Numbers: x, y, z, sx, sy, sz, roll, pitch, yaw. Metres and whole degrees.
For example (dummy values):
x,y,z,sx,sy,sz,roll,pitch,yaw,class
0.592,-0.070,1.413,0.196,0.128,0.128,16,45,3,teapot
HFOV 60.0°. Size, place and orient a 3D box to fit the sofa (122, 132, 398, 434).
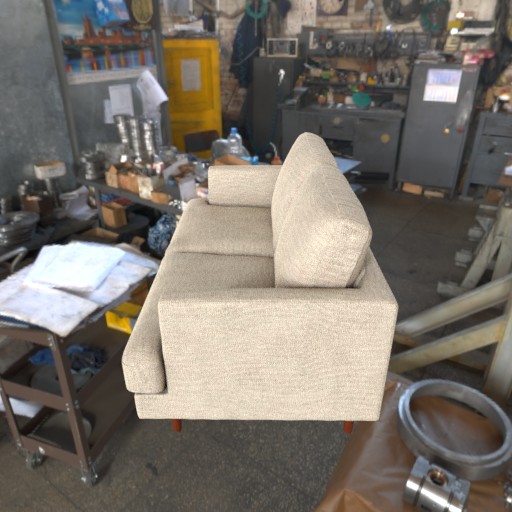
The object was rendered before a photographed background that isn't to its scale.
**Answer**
x,y,z,sx,sy,sz,roll,pitch,yaw,class
0.000,0.000,2.149,0.903,0.944,1.582,0,27,1,sofa
